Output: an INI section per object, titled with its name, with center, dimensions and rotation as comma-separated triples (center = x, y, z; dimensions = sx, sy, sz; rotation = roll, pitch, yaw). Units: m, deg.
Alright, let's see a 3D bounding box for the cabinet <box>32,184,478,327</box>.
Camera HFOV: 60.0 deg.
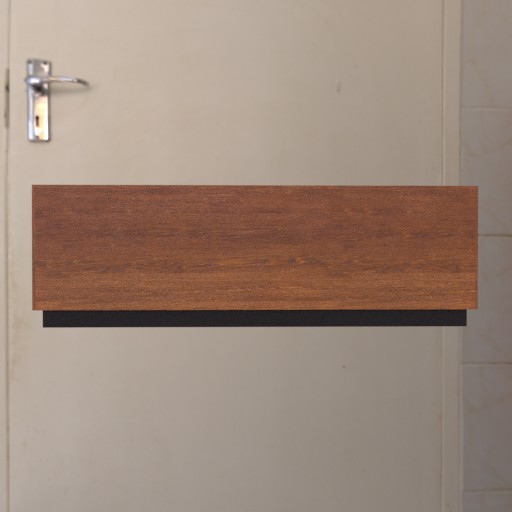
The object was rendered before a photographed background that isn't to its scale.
[cabinet]
center = 0.000, 0.000, 1.800
dimensions = 1.600, 0.510, 0.419
rotation = 0, 0, -1
